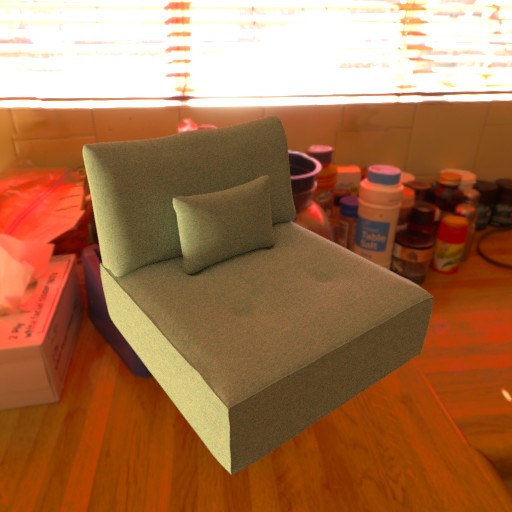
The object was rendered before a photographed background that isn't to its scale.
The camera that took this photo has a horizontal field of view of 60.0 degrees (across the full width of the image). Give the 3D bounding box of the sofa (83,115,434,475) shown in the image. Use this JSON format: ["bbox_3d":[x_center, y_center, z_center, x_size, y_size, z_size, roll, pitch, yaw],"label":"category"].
[{"bbox_3d":[0.000,0.000,1.714,0.930,0.820,1.000,-20,34,-32],"label":"sofa"}]
